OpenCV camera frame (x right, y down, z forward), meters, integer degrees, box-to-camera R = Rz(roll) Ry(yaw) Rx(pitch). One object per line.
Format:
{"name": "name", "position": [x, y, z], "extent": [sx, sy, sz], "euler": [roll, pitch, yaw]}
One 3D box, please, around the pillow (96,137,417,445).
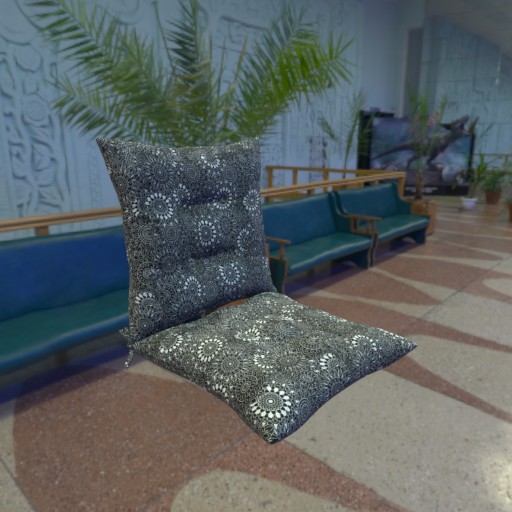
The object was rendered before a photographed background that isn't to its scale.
{"name": "pillow", "position": [0.000, 0.000, 1.030], "extent": [0.541, 0.536, 0.585], "euler": [-14, 20, -43]}
